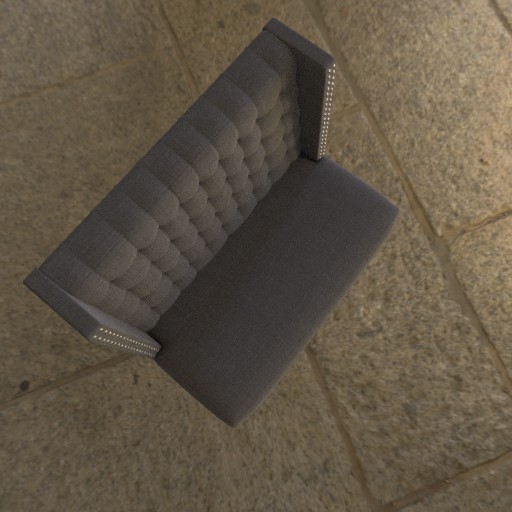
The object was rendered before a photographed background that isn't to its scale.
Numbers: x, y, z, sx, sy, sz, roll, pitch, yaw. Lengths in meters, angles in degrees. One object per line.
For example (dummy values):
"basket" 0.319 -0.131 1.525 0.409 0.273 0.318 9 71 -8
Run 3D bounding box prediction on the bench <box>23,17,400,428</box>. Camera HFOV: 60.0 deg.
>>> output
"bench" 0.000 0.000 1.948 0.842 1.121 1.276 38 79 9
